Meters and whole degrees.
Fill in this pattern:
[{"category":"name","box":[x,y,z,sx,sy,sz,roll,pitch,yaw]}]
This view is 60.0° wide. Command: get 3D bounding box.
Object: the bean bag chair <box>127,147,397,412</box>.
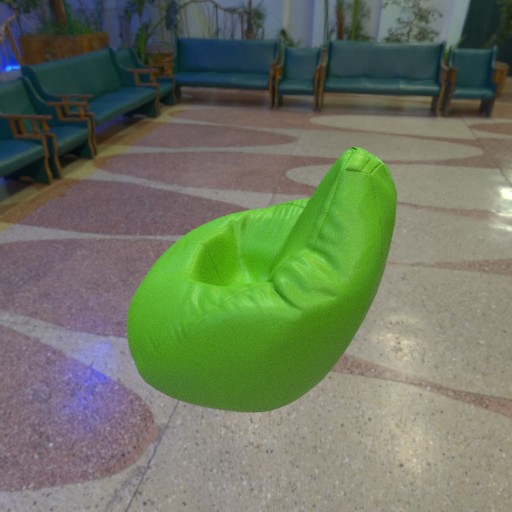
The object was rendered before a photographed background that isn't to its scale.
[{"category":"bean bag chair","box":[0.000,0.000,1.897,1.070,0.990,1.070,8,32,13]}]
